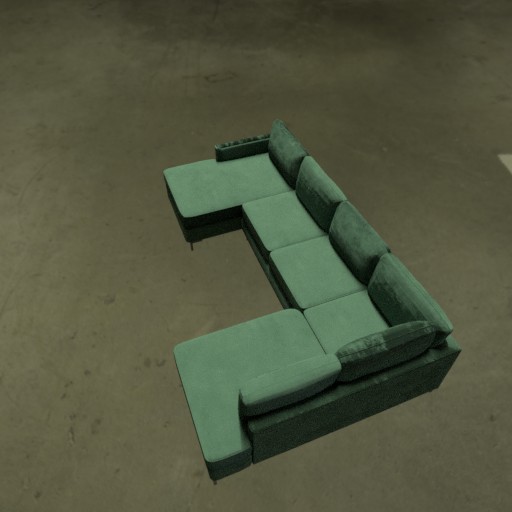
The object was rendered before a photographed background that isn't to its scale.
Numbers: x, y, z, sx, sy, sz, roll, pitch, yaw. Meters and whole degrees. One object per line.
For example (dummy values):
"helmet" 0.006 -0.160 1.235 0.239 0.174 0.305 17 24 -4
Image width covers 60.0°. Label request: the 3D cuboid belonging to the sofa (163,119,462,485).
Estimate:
"sofa" 0.000 0.000 4.350 2.055 0.992 3.434 -16 48 -15
